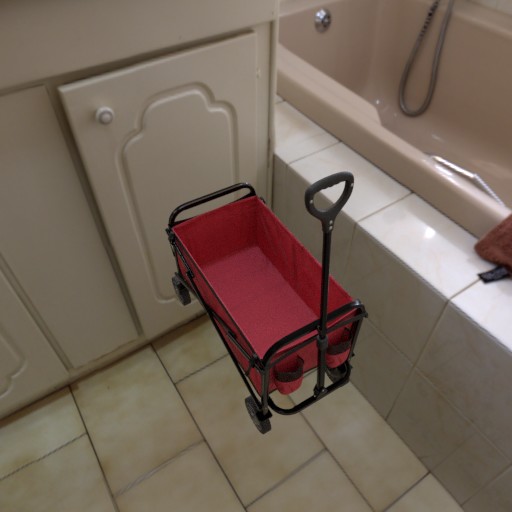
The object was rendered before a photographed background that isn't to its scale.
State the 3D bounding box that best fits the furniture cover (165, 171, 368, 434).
[{"bbox_3d":[0.000,0.000,1.826,0.532,1.295,1.038,-24,52,-20],"label":"furniture cover"}]
